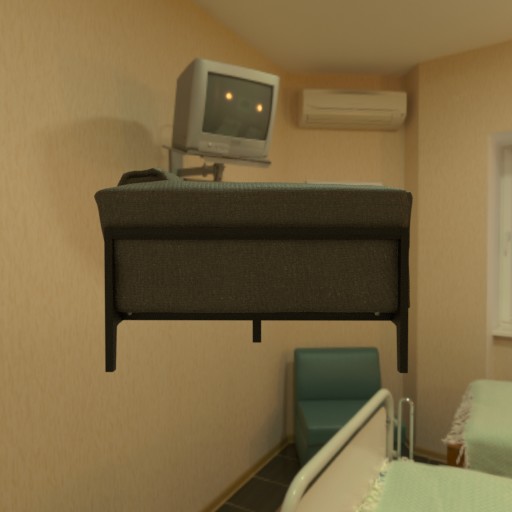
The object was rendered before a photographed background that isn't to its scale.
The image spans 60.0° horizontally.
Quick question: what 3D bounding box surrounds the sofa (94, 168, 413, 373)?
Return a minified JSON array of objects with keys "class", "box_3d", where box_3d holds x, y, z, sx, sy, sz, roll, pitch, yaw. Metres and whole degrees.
[{"class":"sofa","box_3d":[0.000,0.000,2.147,0.960,0.656,1.690,0,1,1]}]
